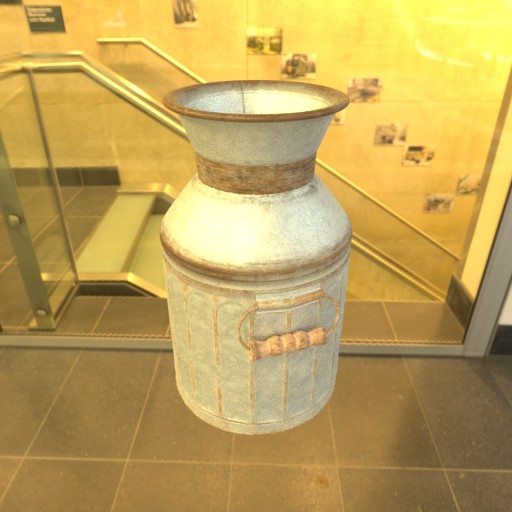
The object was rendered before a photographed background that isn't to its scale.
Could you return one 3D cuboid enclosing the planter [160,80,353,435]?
[{"bbox_3d":[0.000,0.000,0.513,0.215,0.358,0.248,-9,32,-15],"label":"planter"}]
